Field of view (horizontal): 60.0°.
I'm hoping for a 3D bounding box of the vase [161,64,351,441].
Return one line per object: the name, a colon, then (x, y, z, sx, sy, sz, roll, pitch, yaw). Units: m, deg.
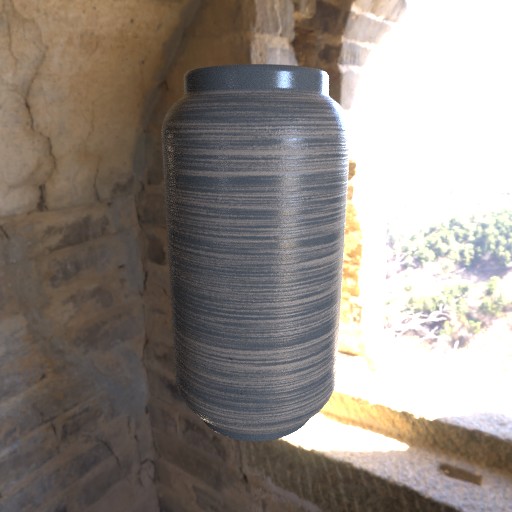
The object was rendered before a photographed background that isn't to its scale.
vase: (0.000, 0.000, 0.300, 0.116, 0.230, 0.116, 0, 16, 0)
